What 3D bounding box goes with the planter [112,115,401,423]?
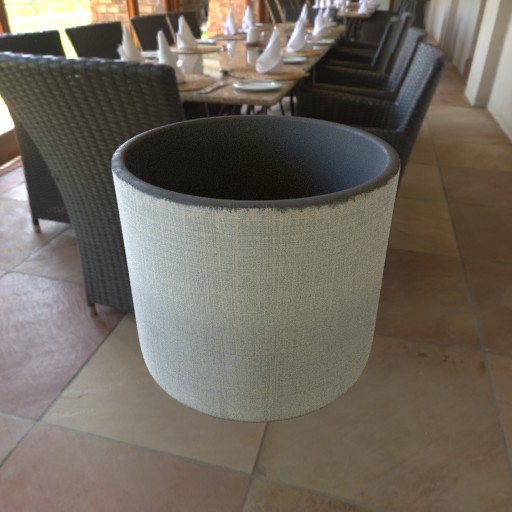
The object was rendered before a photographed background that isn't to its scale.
[{"bbox_3d":[0.000,0.000,0.403,0.226,0.201,0.226,0,31,0],"label":"planter"}]
